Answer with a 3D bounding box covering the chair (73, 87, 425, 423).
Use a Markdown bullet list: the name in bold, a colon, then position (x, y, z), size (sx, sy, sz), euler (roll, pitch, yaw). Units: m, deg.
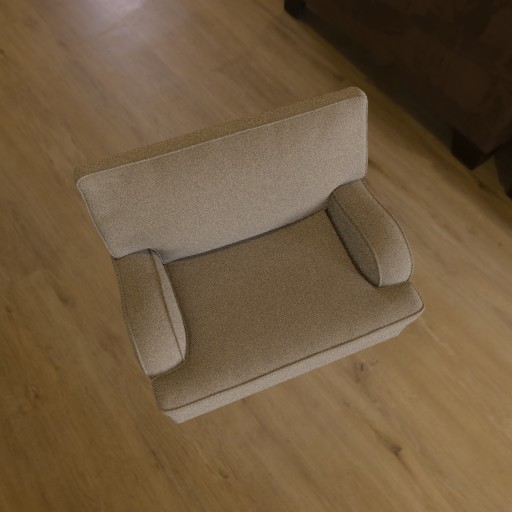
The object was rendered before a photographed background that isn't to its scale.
- **chair**: position (0.000, 0.000, 2.003), size (1.220, 1.016, 1.040), euler (-19, 64, -10)
